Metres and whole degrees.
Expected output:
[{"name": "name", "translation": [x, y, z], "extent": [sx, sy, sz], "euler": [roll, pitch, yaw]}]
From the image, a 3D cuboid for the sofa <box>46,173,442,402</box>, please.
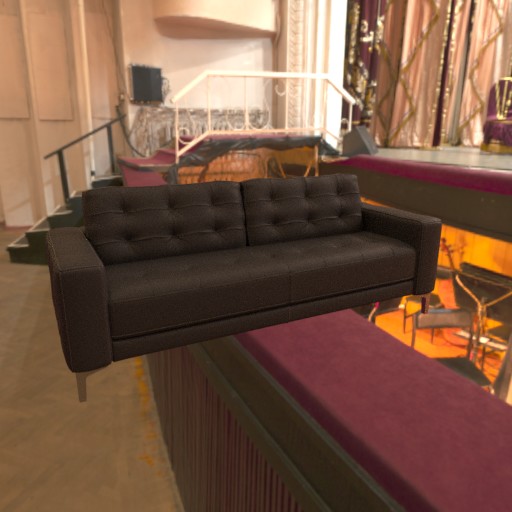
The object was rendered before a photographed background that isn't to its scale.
[{"name": "sofa", "translation": [0.000, 0.000, 2.693], "extent": [2.275, 0.893, 0.833], "euler": [-8, 18, -26]}]
